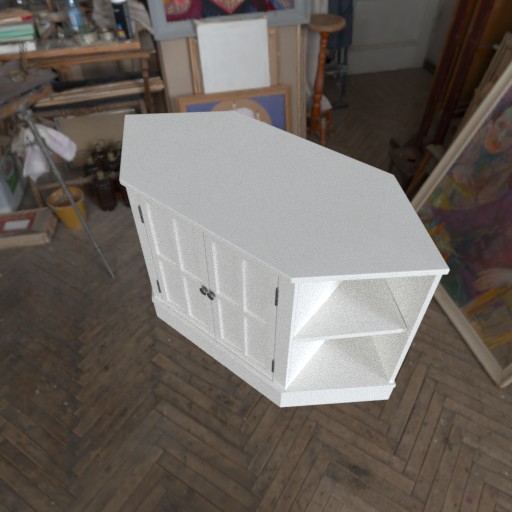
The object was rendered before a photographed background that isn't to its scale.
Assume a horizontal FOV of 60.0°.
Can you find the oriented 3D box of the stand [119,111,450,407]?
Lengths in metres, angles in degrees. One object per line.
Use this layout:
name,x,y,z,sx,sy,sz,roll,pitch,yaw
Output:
stand,0.000,0.000,1.409,1.072,0.614,0.477,30,53,26
